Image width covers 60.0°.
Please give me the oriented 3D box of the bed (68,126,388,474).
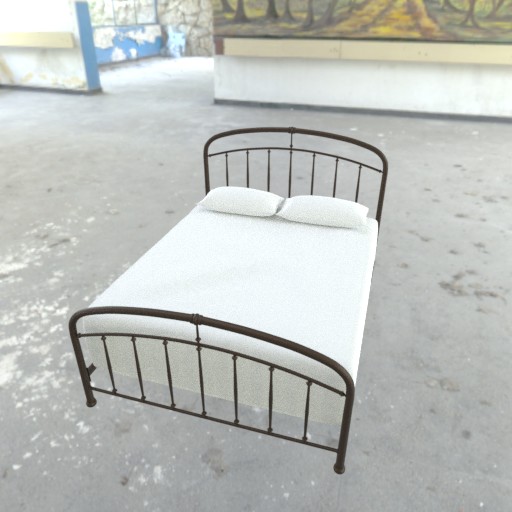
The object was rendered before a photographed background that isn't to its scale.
[{"bbox_3d":[0.000,0.000,3.285,1.711,1.425,2.180,9,30,15],"label":"bed"}]
